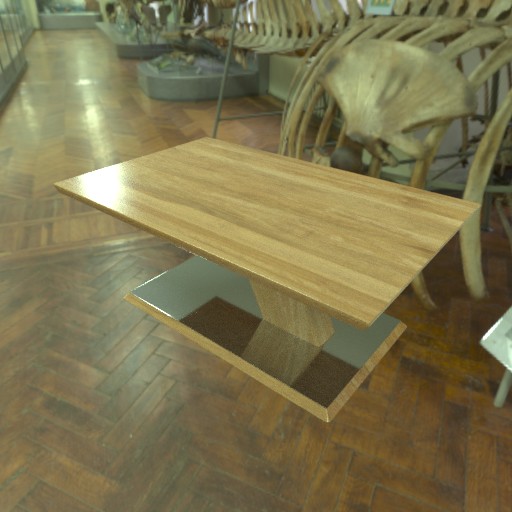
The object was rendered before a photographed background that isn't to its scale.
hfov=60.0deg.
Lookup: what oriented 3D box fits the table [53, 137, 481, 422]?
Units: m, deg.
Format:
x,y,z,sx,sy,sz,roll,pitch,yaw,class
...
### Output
x,y,z,sx,sy,sz,roll,pitch,yaw,class
0.000,0.000,1.451,1.100,0.441,0.692,23,37,33,table
